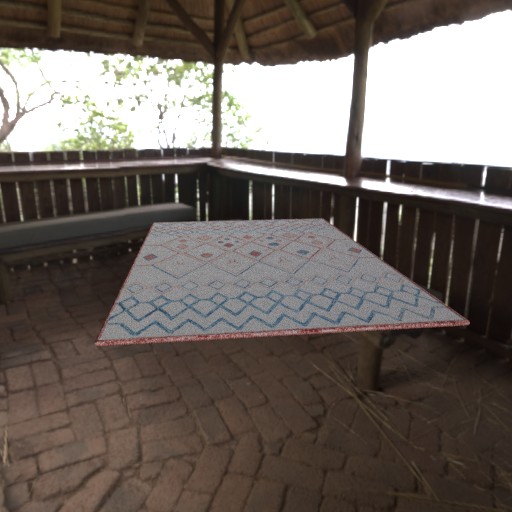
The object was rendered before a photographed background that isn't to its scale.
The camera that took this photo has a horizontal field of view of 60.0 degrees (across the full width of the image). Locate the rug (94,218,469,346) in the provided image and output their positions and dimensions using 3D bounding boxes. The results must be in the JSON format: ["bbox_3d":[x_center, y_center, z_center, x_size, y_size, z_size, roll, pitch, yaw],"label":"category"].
[{"bbox_3d":[0.000,0.000,2.286,1.219,0.016,1.829,-2,16,-7],"label":"rug"}]
